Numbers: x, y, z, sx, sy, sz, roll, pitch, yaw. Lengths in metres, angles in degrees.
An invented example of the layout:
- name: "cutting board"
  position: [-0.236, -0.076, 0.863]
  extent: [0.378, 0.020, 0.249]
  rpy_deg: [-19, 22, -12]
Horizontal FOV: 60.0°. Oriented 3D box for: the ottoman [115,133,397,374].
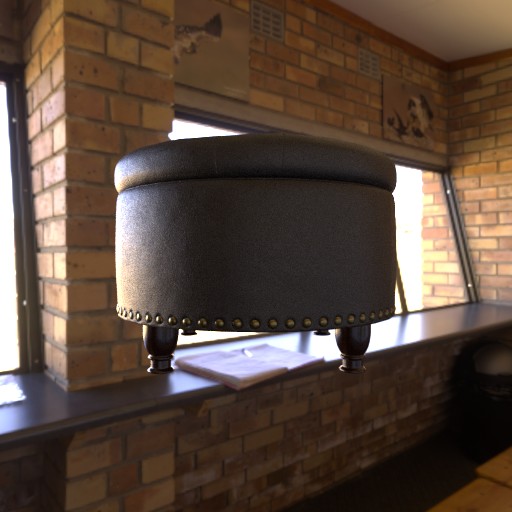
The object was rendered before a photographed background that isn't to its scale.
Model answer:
- name: "ottoman"
  position: [0.000, 0.000, 1.049]
  extent: [0.637, 0.442, 0.637]
  rpy_deg: [0, 0, 0]
